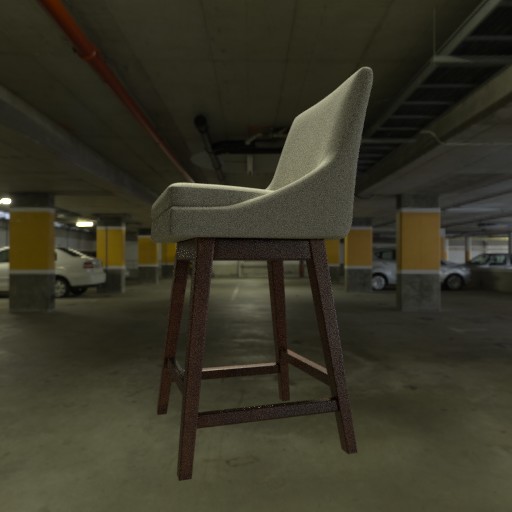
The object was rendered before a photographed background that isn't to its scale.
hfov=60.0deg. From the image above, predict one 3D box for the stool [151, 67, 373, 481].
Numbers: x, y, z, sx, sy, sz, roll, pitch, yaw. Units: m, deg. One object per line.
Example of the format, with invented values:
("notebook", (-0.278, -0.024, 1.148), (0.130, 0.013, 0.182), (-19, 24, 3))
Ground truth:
("stool", (0.000, 0.000, 1.278), (0.559, 0.991, 0.469), (0, 0, -19))
